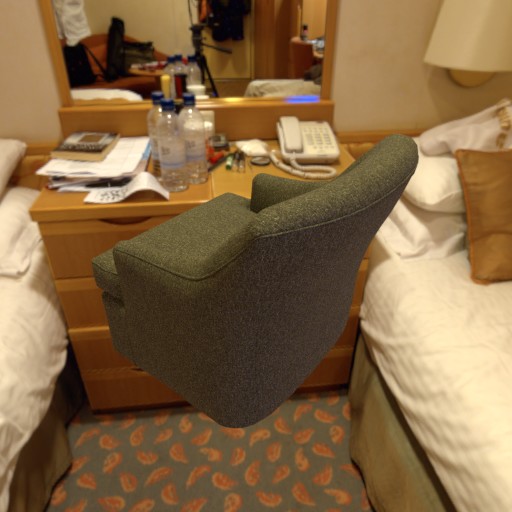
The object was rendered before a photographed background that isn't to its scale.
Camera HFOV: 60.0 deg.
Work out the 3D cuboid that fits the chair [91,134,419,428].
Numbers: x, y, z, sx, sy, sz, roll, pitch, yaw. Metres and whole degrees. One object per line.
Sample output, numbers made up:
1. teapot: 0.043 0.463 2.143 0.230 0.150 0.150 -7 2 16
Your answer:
1. chair: 0.000 0.000 1.586 0.923 0.856 0.864 21 37 31
